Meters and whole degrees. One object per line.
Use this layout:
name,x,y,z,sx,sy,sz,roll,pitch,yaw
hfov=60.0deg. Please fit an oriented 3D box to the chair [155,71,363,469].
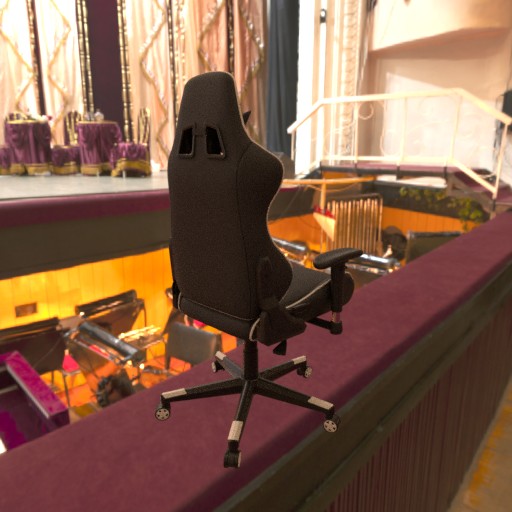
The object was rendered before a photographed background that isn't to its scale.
chair,0.000,0.000,1.654,0.700,1.240,0.700,13,19,42
